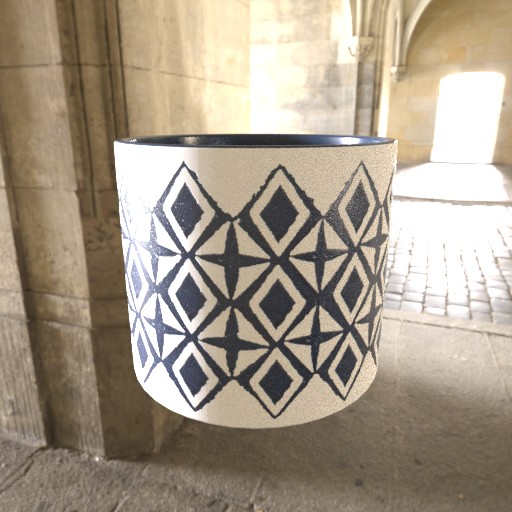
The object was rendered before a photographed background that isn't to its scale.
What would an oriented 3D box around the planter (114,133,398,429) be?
[{"bbox_3d":[0.000,0.000,0.279,0.159,0.144,0.159,0,17,0],"label":"planter"}]
